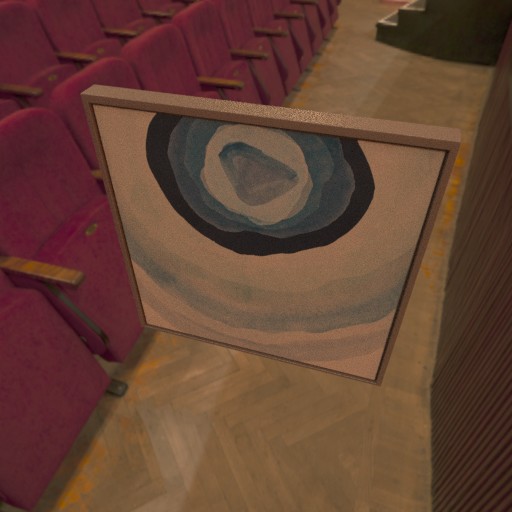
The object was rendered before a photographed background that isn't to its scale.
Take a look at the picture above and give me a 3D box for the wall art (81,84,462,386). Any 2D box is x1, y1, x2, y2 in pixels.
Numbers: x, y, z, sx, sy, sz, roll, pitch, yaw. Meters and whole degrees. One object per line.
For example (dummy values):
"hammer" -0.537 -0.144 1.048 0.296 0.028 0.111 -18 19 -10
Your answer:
"wall art" 0.000 0.000 0.513 0.349 0.349 0.028 11 42 13
